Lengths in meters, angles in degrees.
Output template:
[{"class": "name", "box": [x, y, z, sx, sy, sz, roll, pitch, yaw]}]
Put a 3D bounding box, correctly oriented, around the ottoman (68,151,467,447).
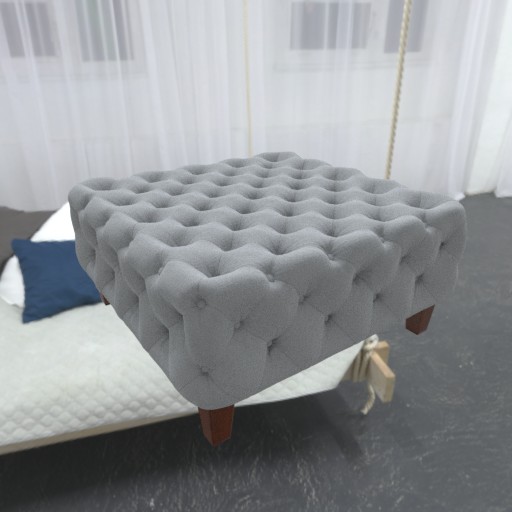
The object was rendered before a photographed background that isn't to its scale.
[{"class": "ottoman", "box": [0.000, 0.000, 1.170, 0.764, 0.365, 0.758, -17, 30, -32]}]
